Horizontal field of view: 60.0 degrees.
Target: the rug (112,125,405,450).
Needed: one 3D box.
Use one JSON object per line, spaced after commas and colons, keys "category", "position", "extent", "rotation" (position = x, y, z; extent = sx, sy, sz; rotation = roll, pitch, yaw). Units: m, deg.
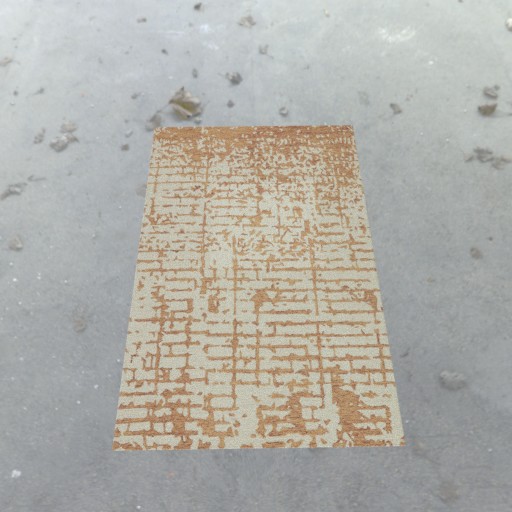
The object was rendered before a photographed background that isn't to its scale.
{"category": "rug", "position": [0.000, 0.000, 2.286], "extent": [1.219, 0.011, 1.829], "rotation": [-1, 61, 0]}
